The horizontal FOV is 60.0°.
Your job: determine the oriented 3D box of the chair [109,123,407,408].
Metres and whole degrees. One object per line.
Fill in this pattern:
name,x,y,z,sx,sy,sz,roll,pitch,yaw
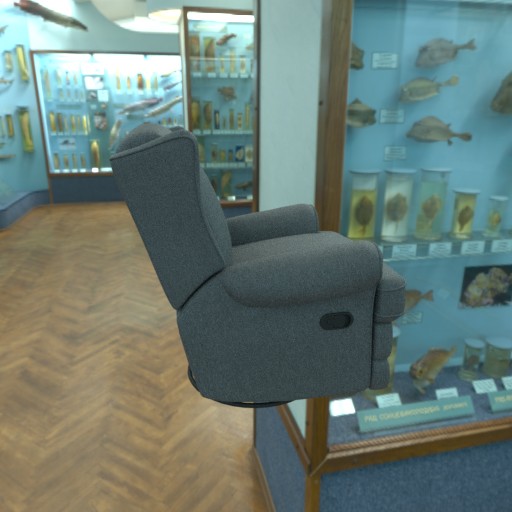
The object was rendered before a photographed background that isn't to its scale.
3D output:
chair,0.000,0.000,1.762,0.969,1.011,0.847,-3,18,-10
